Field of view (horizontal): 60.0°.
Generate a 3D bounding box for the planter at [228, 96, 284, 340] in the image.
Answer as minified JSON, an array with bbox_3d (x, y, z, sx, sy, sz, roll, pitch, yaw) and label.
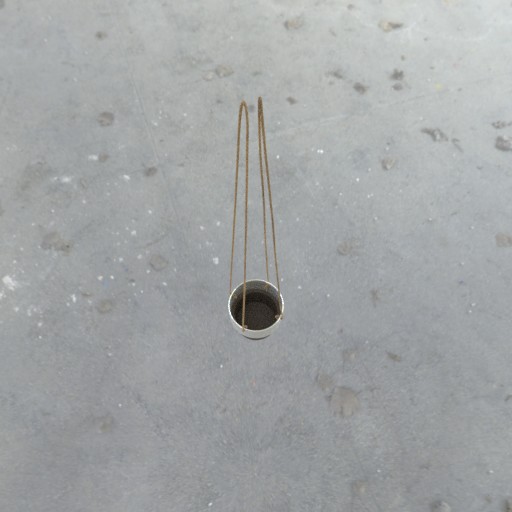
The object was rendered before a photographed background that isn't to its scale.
[{"bbox_3d":[0.000,0.000,1.149,0.187,1.073,0.187,-17,65,-8],"label":"planter"}]
